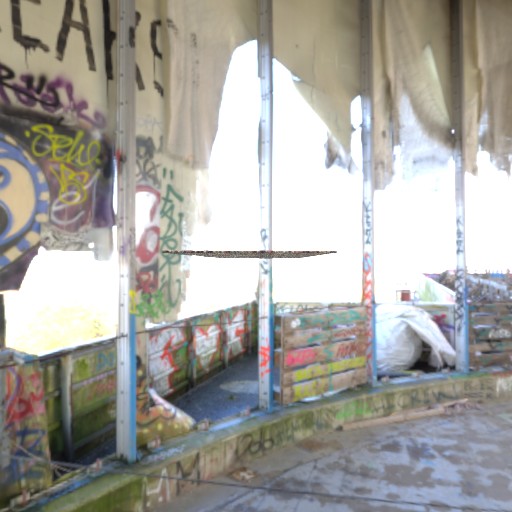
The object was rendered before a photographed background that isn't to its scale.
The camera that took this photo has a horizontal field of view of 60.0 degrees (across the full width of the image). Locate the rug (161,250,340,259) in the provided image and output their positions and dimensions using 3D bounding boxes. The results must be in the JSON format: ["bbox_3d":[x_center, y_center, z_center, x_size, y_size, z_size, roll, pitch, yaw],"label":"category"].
[{"bbox_3d":[0.000,0.000,2.915,1.324,0.018,2.378,0,-1,17],"label":"rug"}]
